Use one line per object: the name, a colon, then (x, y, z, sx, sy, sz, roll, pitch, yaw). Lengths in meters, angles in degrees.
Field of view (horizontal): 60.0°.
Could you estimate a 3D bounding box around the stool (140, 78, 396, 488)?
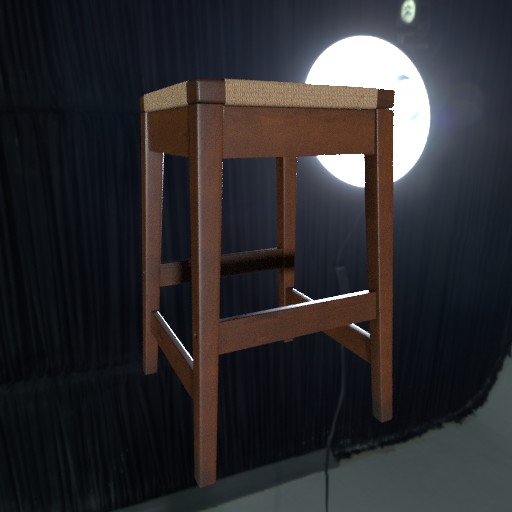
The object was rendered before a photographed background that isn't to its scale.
stool: (0.000, 0.000, 1.095, 0.497, 0.762, 0.507, -8, 17, -25)
